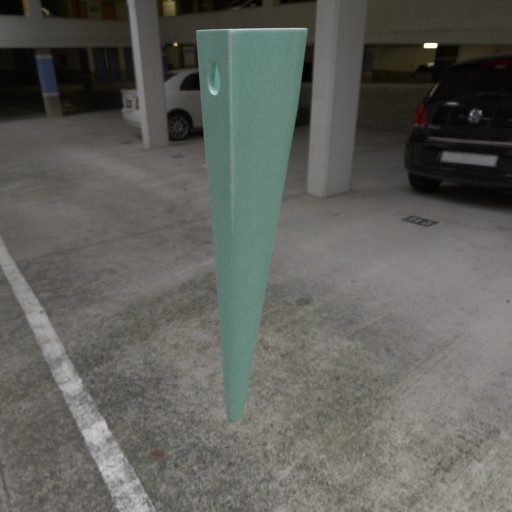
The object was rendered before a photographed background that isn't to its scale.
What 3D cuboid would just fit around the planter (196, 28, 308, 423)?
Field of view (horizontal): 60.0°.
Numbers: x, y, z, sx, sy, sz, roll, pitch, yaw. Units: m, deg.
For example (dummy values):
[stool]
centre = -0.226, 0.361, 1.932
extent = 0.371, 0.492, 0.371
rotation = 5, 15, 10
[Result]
[planter]
centre = 0.000, 0.000, 0.293
extent = 0.055, 0.268, 0.054
rotation = -18, 31, -32
